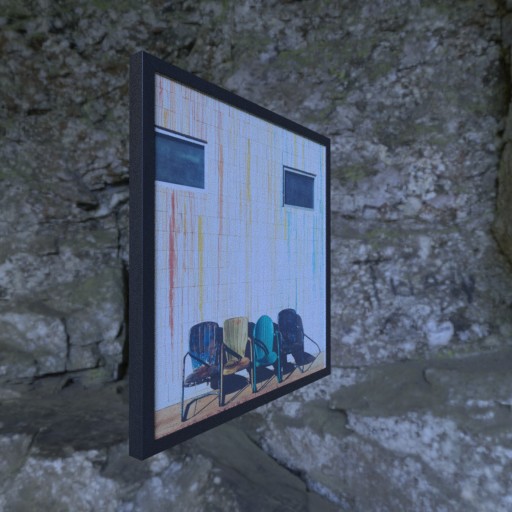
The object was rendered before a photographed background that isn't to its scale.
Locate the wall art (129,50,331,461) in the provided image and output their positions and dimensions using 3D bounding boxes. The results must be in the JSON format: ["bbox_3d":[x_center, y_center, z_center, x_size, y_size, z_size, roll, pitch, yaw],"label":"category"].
[{"bbox_3d":[0.000,0.000,1.140,0.039,0.763,0.763,0,0,36],"label":"wall art"}]
